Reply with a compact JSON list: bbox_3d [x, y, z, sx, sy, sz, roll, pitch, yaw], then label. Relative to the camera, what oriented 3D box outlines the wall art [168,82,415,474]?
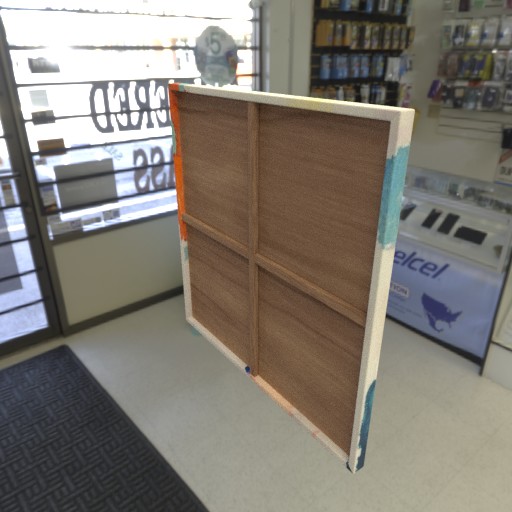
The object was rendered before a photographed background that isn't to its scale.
[{"bbox_3d":[0.000,0.000,1.171,0.037,0.814,0.814,-17,30,-33],"label":"wall art"}]
